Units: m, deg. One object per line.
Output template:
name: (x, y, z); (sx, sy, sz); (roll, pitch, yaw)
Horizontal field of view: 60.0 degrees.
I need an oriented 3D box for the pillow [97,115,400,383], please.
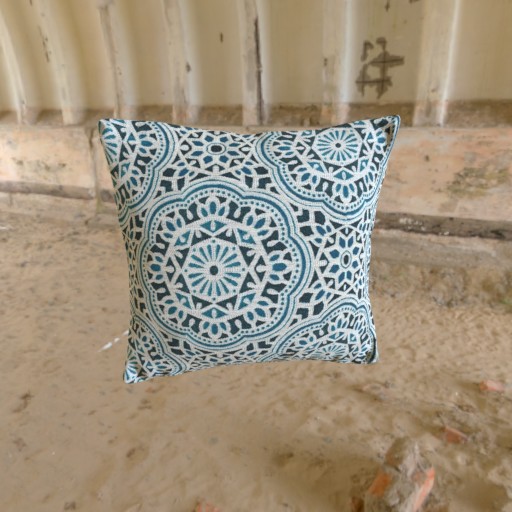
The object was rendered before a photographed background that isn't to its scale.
pillow: (0.000, 0.000, 0.694); (0.440, 0.420, 0.145); (-3, 18, -8)
